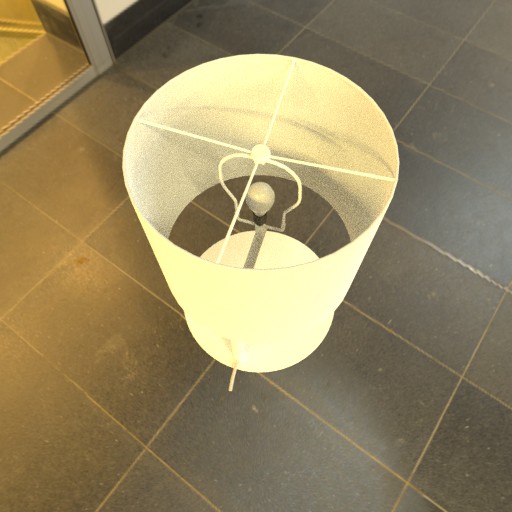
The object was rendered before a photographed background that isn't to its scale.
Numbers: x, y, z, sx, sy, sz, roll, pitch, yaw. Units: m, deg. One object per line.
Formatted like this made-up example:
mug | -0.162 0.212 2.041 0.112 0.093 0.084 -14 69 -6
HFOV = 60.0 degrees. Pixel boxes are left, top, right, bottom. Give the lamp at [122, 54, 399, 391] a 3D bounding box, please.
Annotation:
lamp | 0.000 0.000 0.677 0.299 0.454 0.341 15 64 8
